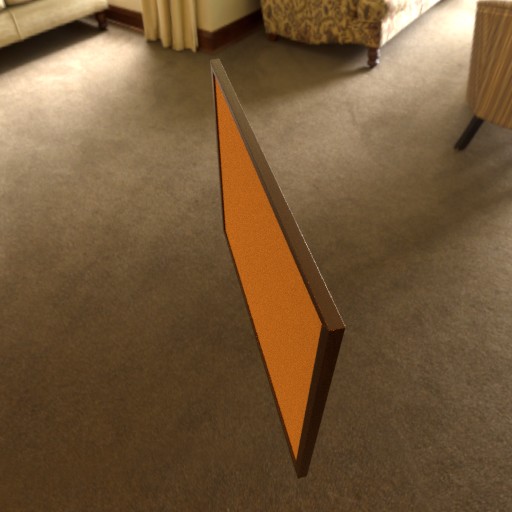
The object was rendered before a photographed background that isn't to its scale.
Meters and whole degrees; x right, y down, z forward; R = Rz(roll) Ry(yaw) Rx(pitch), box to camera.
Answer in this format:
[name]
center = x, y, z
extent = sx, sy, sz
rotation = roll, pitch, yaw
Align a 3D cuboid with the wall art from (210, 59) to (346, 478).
[wall art]
center = 0.000, 0.000, 0.545
extent = 0.012, 0.304, 0.431
rotation = -11, 48, -10
